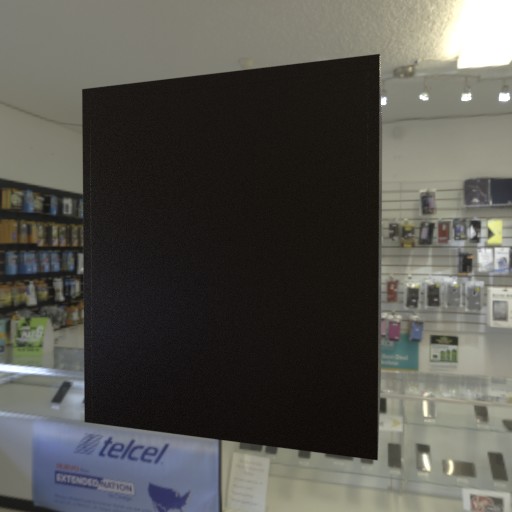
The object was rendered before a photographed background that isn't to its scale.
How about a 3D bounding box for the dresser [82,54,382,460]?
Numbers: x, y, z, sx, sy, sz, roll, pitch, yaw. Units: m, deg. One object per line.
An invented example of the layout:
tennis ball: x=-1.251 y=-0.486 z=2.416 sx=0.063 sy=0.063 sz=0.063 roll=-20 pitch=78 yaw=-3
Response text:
dresser: x=0.000 y=0.000 z=0.739 sx=0.400 sy=0.470 sz=0.360 roll=0 pitch=1 yaw=16
